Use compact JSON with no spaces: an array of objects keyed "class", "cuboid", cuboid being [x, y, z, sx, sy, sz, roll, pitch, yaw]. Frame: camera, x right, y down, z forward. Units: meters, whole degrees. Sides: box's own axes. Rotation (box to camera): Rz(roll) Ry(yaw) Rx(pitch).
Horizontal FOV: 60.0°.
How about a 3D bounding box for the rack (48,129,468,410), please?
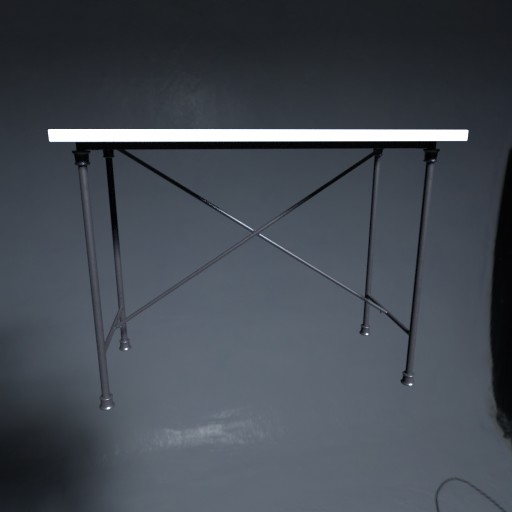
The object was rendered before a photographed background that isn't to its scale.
[{"class":"rack","cuboid":[0.000,0.000,1.617,1.159,0.880,0.613,-2,16,-8]}]
